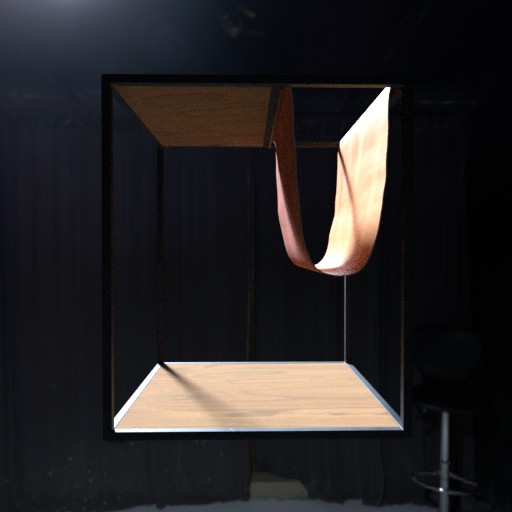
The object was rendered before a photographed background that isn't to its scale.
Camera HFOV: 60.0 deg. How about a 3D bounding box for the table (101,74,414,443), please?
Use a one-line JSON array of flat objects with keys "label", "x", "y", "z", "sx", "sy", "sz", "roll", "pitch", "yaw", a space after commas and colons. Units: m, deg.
[{"label": "table", "x": 0.000, "y": 0.000, "z": 0.841, "sx": 0.450, "sy": 0.536, "sz": 0.399, "roll": 0, "pitch": 1, "yaw": -1}]
